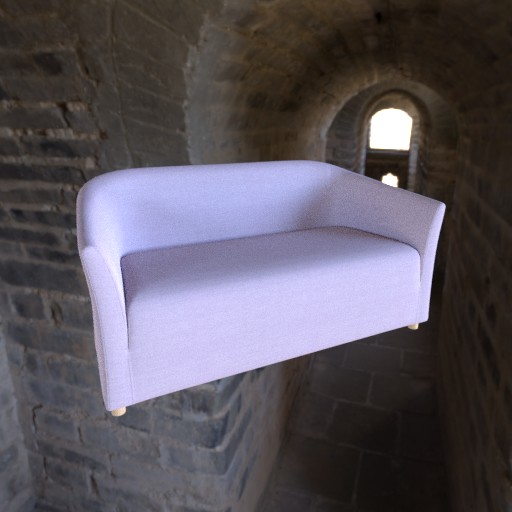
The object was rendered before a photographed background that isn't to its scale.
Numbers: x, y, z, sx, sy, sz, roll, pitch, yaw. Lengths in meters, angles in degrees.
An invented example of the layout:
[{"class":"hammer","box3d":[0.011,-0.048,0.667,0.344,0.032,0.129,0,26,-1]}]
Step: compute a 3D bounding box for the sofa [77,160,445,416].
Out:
[{"class":"sofa","box3d":[0.000,0.000,1.890,1.452,0.721,0.705,-9,19,-27]}]
